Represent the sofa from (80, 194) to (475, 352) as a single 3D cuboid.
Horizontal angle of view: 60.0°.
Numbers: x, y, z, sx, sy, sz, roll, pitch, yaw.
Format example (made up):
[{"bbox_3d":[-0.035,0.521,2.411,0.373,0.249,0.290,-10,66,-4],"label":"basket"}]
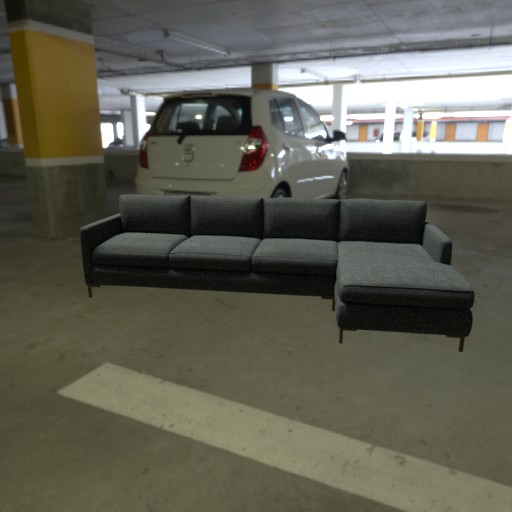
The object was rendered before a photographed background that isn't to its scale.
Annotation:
[{"bbox_3d":[0.000,0.000,3.527,2.932,0.810,1.350,2,15,9],"label":"sofa"}]
